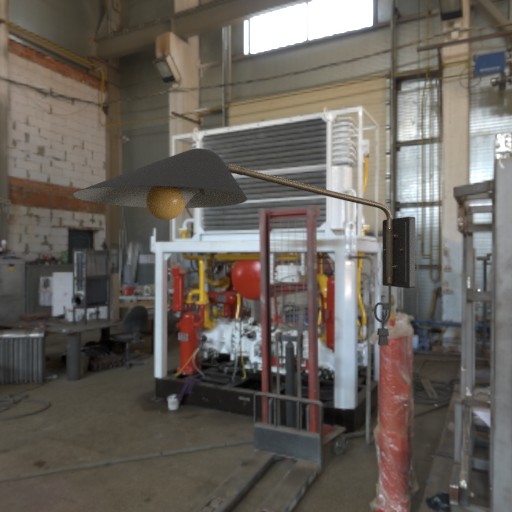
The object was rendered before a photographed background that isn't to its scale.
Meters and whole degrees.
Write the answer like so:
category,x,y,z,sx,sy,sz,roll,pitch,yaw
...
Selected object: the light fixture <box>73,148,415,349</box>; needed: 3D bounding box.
category,x,y,z,sx,sy,sz,roll,pitch,yaw
light fixture,0.000,0.000,0.674,0.516,0.312,0.240,0,0,-17
